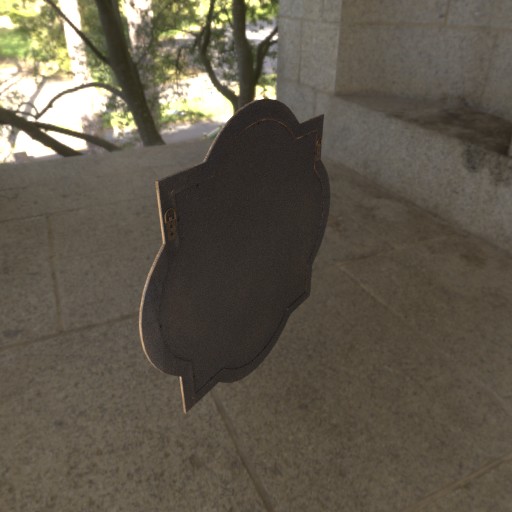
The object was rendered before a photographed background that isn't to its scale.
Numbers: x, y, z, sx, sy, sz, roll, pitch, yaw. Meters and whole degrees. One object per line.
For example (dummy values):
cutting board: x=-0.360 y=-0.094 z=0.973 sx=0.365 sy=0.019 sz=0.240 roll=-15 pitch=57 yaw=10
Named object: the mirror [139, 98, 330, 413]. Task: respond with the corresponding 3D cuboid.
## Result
mirror: x=0.000 y=0.000 z=1.036 sx=0.019 sy=0.686 sz=0.686 roll=21 pitch=37 yaw=30
